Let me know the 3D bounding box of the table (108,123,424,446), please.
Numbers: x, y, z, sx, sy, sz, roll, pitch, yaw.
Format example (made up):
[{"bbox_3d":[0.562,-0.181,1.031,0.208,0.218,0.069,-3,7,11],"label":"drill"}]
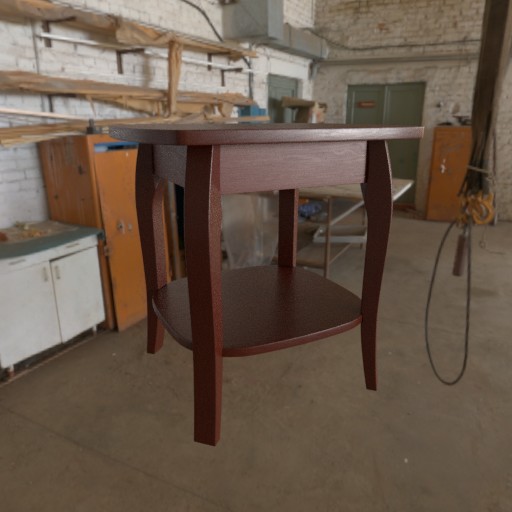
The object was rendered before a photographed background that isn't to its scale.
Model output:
[{"bbox_3d":[0.000,0.000,0.876,0.502,0.496,0.433,-9,19,-25],"label":"table"}]
